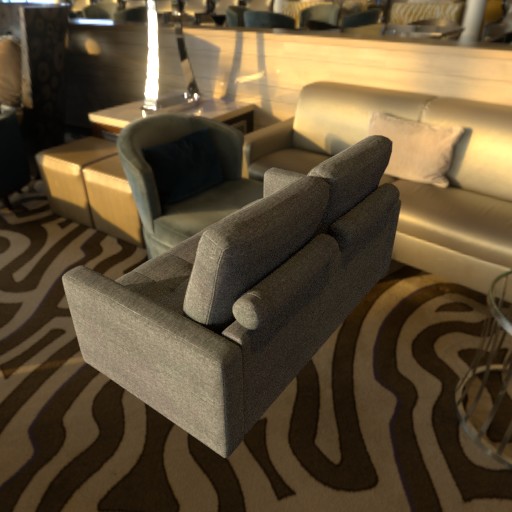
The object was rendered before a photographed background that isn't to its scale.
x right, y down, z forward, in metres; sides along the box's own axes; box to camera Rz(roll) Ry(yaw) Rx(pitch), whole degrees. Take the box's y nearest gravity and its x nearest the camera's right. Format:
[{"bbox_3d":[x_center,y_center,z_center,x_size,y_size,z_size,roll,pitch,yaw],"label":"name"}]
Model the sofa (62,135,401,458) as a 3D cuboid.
[{"bbox_3d":[0.000,0.000,1.974,0.842,0.907,1.407,21,37,30],"label":"sofa"}]
